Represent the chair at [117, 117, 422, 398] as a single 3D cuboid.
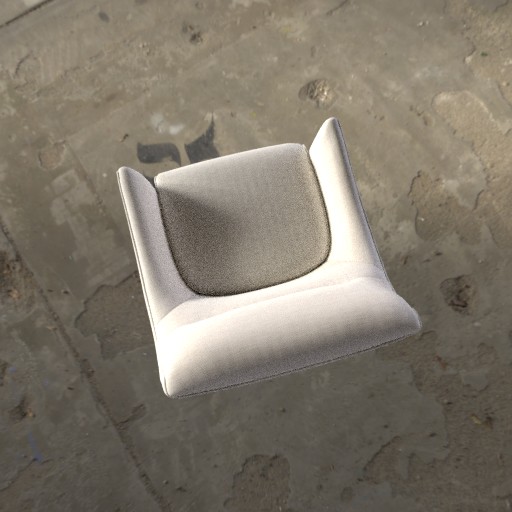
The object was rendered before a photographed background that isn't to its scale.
[{"bbox_3d":[0.000,0.000,1.492,0.762,0.838,0.787,-14,75,-4],"label":"chair"}]
